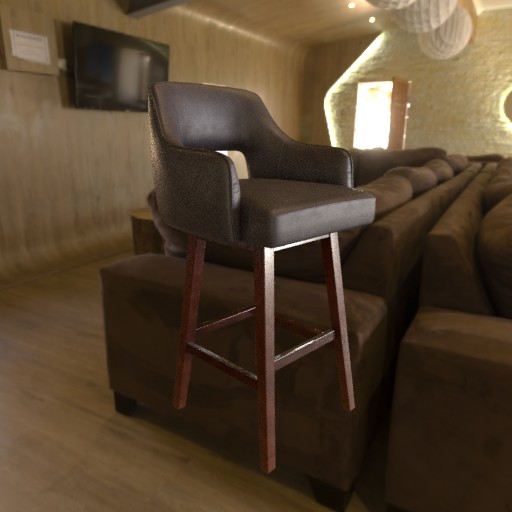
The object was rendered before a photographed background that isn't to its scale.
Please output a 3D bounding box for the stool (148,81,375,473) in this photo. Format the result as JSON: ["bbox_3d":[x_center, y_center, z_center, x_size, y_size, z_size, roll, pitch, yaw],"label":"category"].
[{"bbox_3d":[0.000,0.000,1.375,0.560,1.041,0.550,15,21,43],"label":"stool"}]
